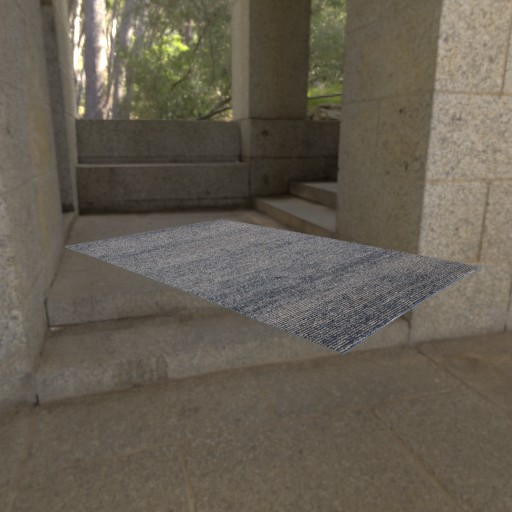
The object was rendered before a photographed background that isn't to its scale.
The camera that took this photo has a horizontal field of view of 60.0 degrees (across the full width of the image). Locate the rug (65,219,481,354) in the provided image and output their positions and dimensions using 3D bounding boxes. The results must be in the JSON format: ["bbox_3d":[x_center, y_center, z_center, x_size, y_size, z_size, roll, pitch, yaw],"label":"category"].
[{"bbox_3d":[0.000,0.000,2.169,1.740,0.010,1.135,14,20,42],"label":"rug"}]
